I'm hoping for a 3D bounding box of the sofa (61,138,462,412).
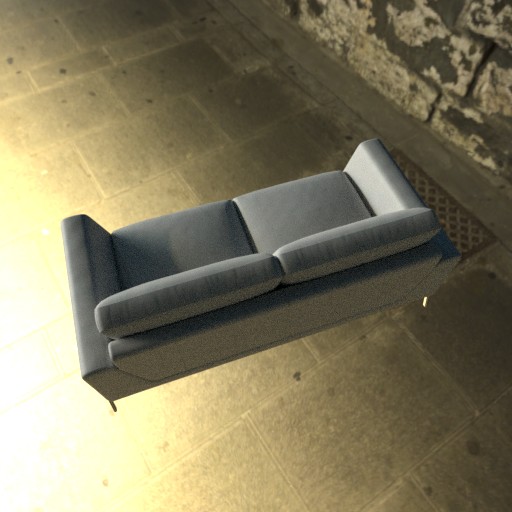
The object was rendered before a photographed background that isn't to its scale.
[{"bbox_3d":[0.000,0.000,2.550,2.017,0.875,0.953,-16,59,-10],"label":"sofa"}]
